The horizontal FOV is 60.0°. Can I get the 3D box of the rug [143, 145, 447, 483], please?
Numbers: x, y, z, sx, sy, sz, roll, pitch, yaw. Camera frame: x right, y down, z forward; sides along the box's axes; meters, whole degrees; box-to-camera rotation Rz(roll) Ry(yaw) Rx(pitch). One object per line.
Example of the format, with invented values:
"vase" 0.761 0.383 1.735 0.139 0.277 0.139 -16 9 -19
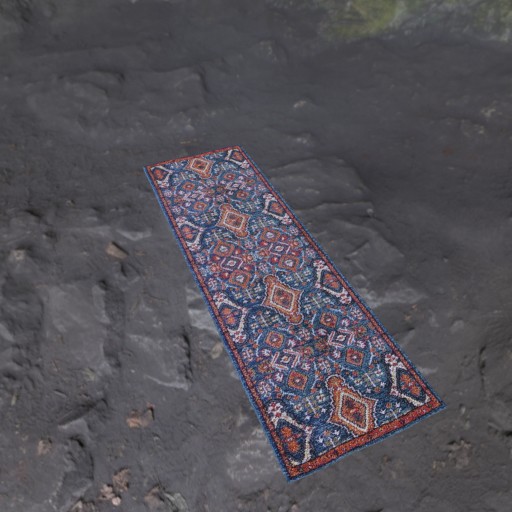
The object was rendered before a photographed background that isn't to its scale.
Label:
"rug" 0.000 0.000 2.659 0.801 0.010 2.459 -17 47 -17
